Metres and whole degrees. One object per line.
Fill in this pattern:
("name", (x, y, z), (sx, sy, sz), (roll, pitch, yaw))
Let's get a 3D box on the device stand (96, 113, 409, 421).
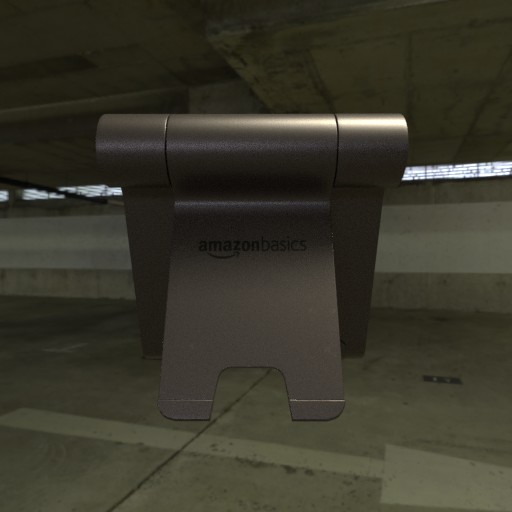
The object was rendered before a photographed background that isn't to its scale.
("device stand", (0.000, 0.000, 0.150), (0.088, 0.084, 0.079), (0, 0, 0))
